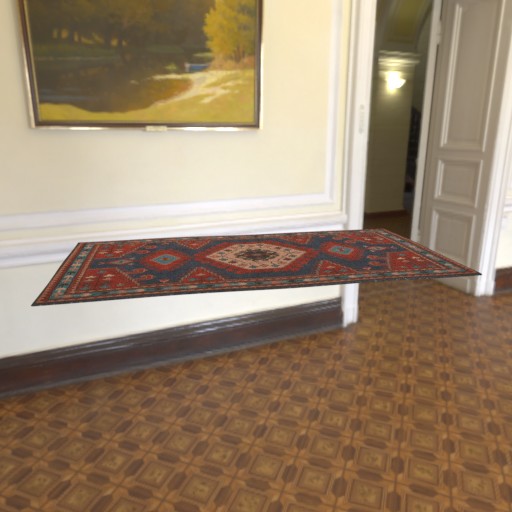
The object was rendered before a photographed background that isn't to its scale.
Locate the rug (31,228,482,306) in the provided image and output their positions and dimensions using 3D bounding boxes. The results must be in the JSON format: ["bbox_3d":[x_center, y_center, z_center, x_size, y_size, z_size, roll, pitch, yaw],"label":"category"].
[{"bbox_3d":[0.000,0.000,3.632,3.032,0.034,1.522,-3,16,-11],"label":"rug"}]
